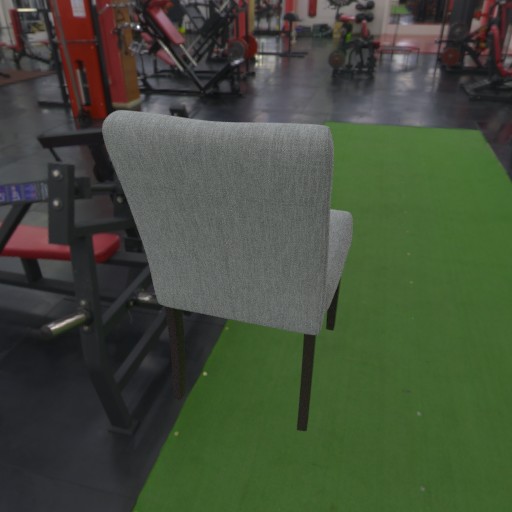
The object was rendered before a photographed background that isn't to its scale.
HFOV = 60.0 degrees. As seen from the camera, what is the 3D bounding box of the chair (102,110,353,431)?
[{"bbox_3d":[0.000,0.000,1.251,0.487,0.884,0.629,9,32,15],"label":"chair"}]
